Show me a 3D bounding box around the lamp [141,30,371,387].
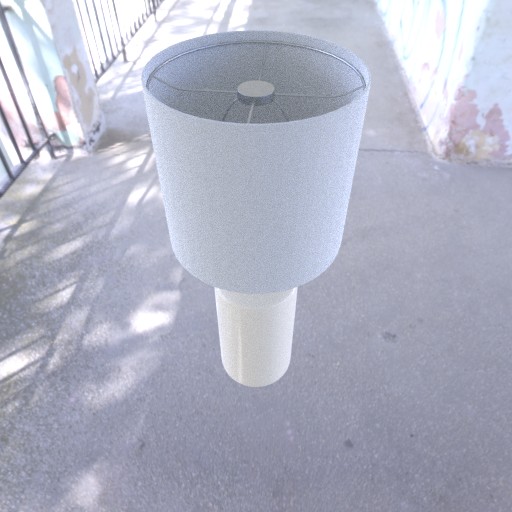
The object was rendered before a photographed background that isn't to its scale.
[{"bbox_3d":[0.000,0.000,0.587,0.212,0.493,0.212,4,45,5],"label":"lamp"}]
